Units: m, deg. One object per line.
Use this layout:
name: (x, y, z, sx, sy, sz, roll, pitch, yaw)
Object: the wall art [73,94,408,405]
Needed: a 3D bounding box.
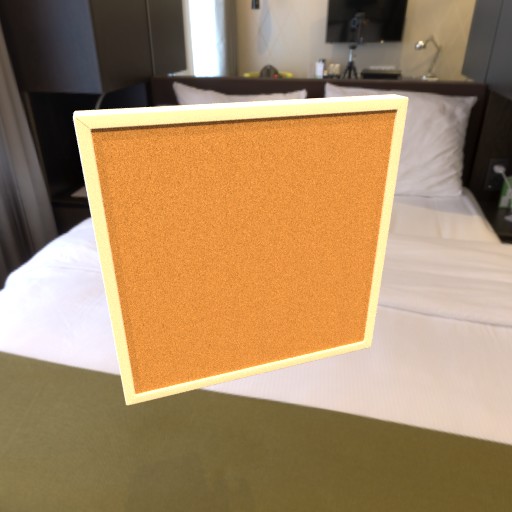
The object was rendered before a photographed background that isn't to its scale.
wall art: (0.000, 0.000, 0.773, 0.508, 0.508, 0.038, -9, 29, -17)
